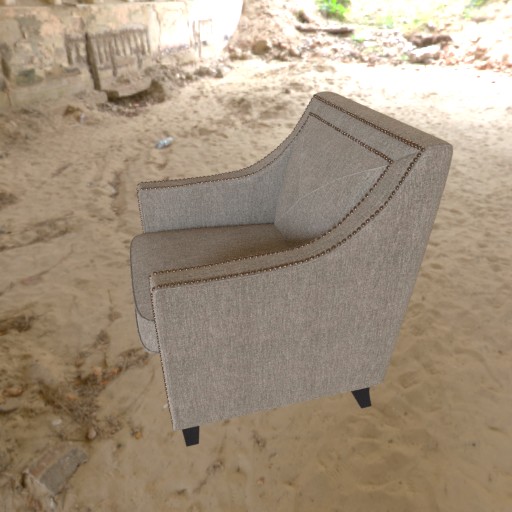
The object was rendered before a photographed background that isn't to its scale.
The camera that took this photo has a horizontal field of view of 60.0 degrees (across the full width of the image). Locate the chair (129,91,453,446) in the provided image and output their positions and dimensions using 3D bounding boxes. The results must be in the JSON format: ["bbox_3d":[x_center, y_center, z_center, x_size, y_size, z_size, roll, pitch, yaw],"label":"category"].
[{"bbox_3d":[0.000,0.000,1.593,0.884,0.967,0.776,-8,31,-14],"label":"chair"}]
